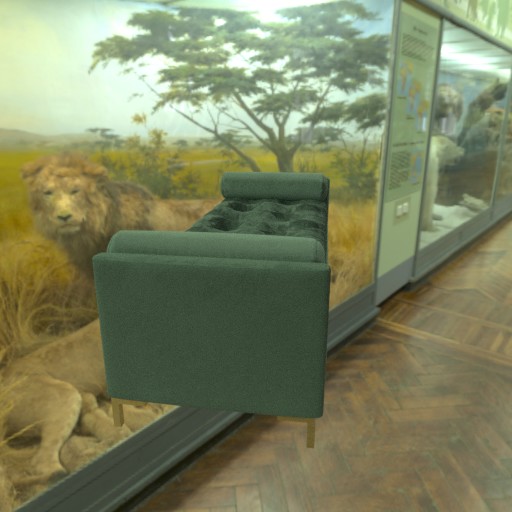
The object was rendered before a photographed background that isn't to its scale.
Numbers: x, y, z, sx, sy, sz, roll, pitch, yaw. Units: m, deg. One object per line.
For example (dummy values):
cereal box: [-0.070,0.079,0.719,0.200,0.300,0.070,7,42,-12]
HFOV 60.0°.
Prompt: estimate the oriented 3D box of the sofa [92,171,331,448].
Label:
sofa: [0.000,0.000,2.442,0.796,0.705,2.102,3,18,9]
